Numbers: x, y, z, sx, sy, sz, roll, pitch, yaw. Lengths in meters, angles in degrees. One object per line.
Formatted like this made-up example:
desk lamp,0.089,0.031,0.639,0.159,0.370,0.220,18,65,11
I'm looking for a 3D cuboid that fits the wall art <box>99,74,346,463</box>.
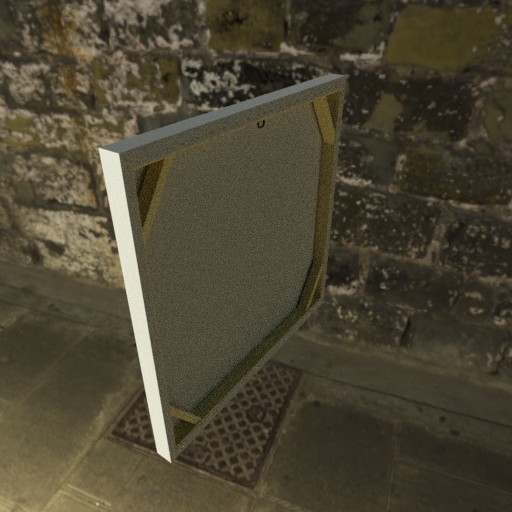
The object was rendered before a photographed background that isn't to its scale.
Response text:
wall art,0.000,0.000,0.904,0.038,0.610,0.610,21,38,30
